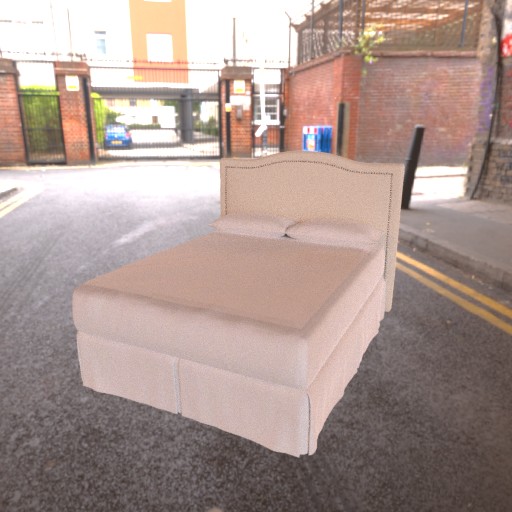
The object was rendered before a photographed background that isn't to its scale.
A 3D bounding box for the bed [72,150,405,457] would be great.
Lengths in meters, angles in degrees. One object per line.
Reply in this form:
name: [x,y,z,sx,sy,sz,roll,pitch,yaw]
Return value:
bed: [0.000,0.000,3.341,1.753,1.460,2.143,8,18,25]
